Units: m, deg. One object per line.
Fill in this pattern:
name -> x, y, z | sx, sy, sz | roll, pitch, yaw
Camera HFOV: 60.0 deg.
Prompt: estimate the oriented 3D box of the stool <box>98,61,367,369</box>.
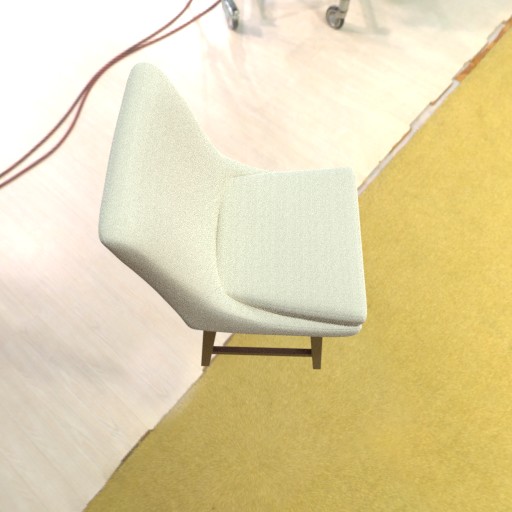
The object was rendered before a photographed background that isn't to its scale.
stool -> 0.000, 0.000, 1.279 | 0.559, 0.991, 0.483 | 1, 65, 1
